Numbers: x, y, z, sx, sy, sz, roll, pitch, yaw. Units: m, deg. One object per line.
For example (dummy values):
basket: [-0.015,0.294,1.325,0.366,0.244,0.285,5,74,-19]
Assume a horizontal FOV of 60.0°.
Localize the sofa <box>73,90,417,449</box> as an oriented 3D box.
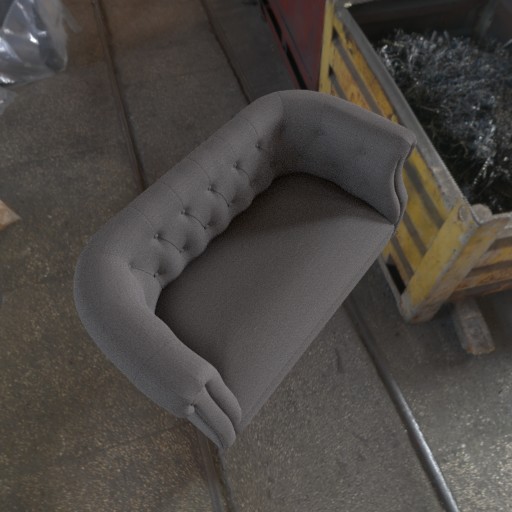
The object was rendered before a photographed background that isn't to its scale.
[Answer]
sofa: [0.000,0.000,2.058,0.835,0.827,1.558,34,64,19]
